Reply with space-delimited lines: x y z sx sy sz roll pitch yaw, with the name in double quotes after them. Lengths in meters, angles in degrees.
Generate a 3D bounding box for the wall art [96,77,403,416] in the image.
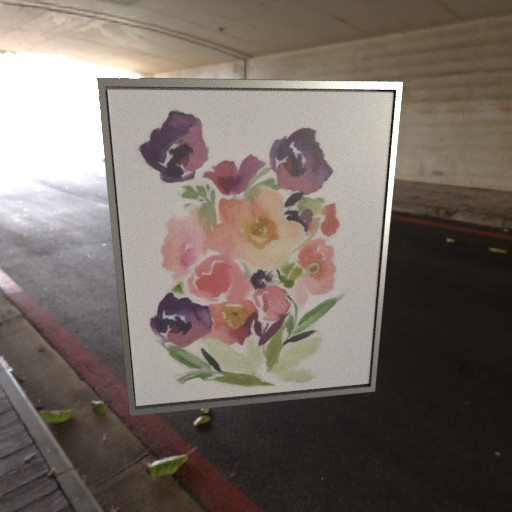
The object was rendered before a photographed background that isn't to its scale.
0.000 0.000 0.744 0.452 0.549 0.038 -3 17 -9 "wall art"
